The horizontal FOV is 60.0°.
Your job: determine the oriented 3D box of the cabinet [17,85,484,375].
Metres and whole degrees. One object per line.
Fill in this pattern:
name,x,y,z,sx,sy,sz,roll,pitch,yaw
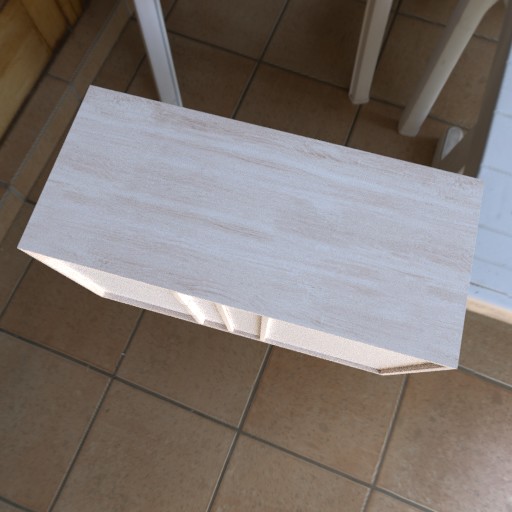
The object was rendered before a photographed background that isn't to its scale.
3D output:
cabinet,0.000,0.000,1.515,1.110,0.780,0.500,15,74,4
